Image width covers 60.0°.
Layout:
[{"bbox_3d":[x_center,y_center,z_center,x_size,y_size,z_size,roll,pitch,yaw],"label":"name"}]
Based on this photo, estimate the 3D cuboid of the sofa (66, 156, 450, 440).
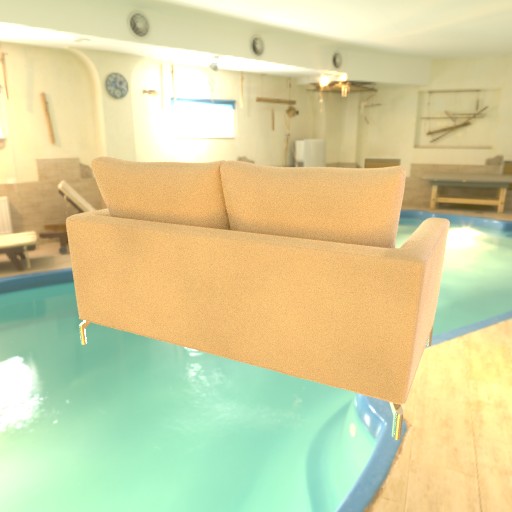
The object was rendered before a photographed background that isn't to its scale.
[{"bbox_3d":[0.000,0.000,2.288,1.739,0.995,0.906,8,17,27],"label":"sofa"}]
